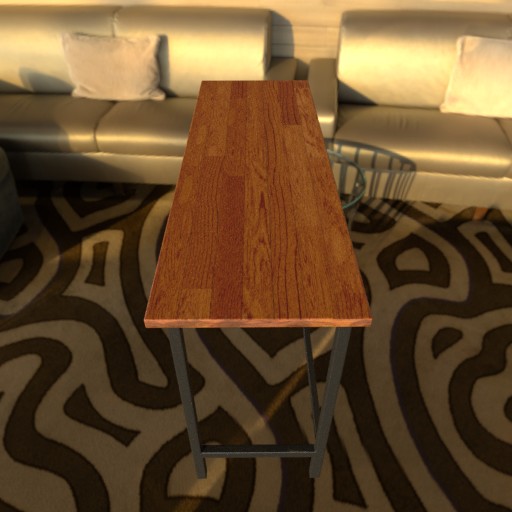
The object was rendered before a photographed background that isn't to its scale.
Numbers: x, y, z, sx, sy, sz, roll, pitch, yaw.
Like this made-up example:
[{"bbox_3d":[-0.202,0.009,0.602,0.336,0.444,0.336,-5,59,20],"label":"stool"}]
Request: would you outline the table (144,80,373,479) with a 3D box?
[{"bbox_3d":[0.000,0.000,1.483,0.408,0.740,1.204,0,41,0],"label":"table"}]
